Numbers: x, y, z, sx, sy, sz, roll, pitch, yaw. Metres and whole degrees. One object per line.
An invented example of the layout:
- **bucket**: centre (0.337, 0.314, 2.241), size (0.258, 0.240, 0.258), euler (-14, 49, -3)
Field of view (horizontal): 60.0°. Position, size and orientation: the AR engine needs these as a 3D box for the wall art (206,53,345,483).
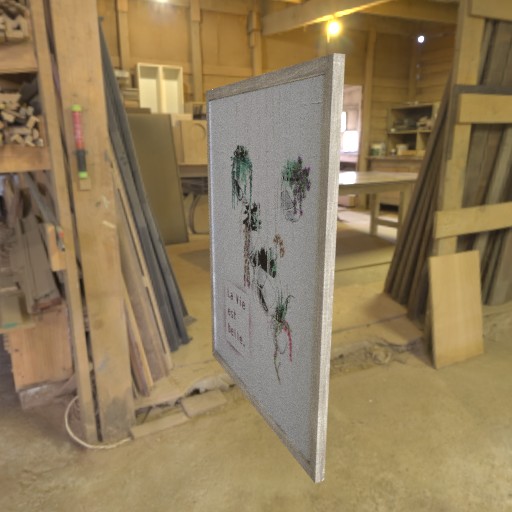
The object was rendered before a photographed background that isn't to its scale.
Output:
- **wall art**: centre (0.000, 0.000, 1.358), size (0.035, 1.022, 0.781), euler (-7, 16, -25)
